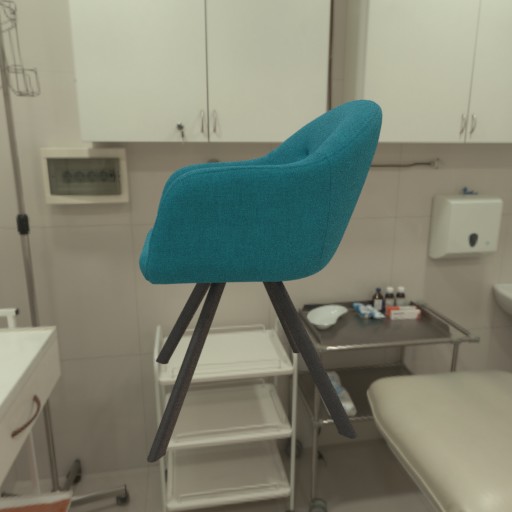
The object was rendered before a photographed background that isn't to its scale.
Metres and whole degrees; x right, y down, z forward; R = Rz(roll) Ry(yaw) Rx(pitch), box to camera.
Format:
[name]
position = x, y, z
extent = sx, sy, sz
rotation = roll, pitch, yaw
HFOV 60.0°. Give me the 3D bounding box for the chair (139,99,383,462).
[chair]
position = 0.000, 0.000, 1.143
extent = 0.565, 0.775, 0.545
rotation = -2, 14, -10
